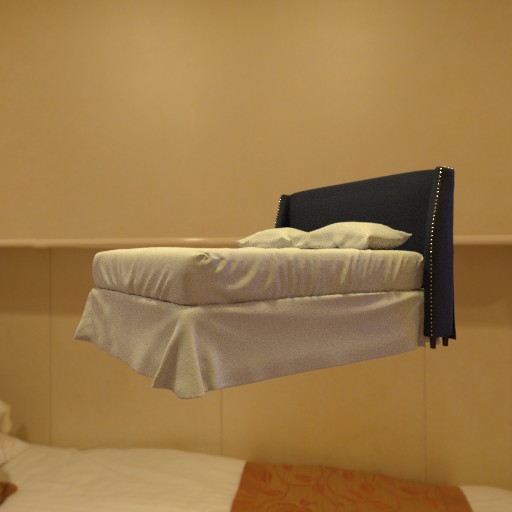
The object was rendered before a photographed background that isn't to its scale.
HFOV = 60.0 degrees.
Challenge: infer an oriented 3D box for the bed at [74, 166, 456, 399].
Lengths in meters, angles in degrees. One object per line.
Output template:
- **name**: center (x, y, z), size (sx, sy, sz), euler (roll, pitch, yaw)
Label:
- **bed**: center (0.000, 0.000, 3.386), size (2.276, 1.332, 1.925), euler (0, 0, -35)
